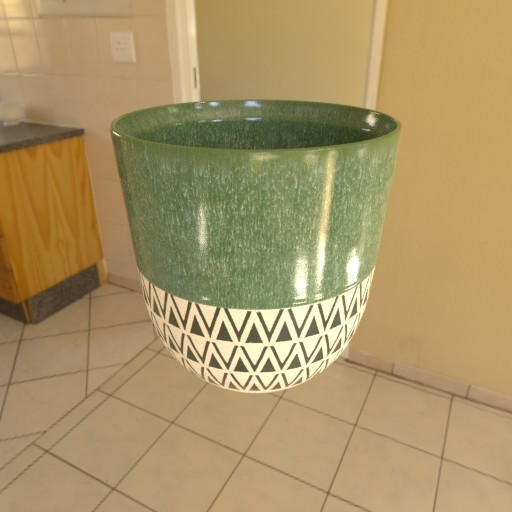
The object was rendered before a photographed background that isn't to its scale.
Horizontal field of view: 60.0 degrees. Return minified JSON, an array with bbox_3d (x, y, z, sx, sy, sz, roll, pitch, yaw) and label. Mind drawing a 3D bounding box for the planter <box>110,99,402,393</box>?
[{"bbox_3d":[0.000,0.000,0.355,0.195,0.214,0.195,0,27,0],"label":"planter"}]
